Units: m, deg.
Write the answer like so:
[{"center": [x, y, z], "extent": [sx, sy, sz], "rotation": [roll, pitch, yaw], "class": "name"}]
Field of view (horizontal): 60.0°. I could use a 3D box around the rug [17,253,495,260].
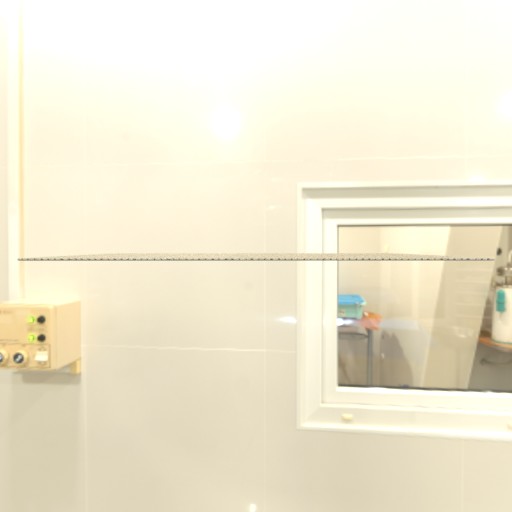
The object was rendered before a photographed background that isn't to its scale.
[{"center": [0.000, 0.000, 2.169], "extent": [1.752, 0.008, 1.144], "rotation": [0, 1, -1], "class": "rug"}]
